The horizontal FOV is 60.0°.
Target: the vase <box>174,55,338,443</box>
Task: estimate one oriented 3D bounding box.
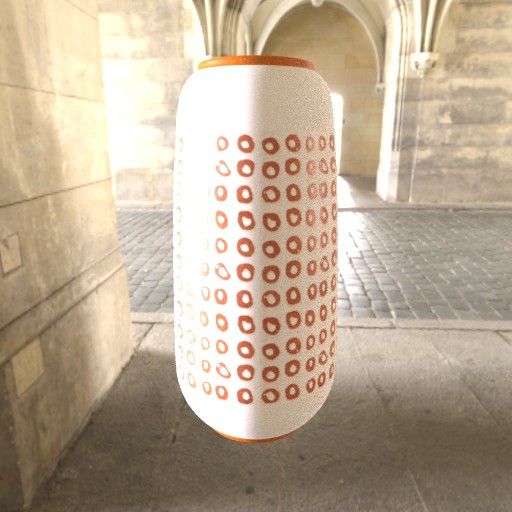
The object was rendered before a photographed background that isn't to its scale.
[{"bbox_3d":[0.000,0.000,0.352,0.133,0.282,0.133,0,15,0],"label":"vase"}]
